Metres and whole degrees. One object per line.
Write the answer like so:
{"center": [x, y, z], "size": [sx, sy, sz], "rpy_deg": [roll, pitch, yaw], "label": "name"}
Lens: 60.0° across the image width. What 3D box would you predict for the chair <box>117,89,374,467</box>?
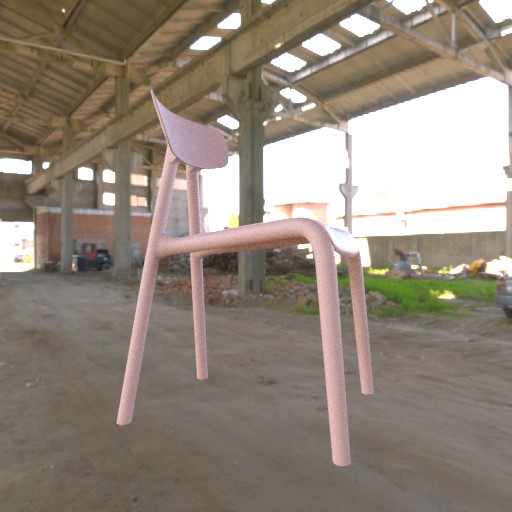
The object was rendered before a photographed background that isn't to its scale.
{"center": [0.000, 0.000, 0.838], "size": [0.401, 0.580, 0.356], "rpy_deg": [0, 0, 20], "label": "chair"}
